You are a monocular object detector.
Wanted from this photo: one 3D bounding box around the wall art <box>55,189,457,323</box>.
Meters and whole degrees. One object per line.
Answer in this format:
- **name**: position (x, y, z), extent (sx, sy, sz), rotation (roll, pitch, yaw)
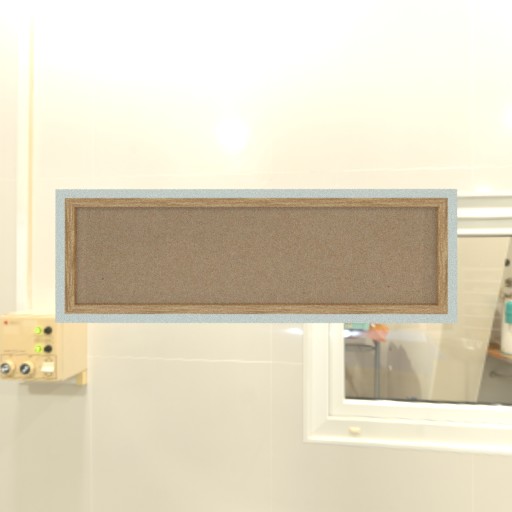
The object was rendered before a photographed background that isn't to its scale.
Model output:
- **wall art**: position (0.000, 0.000, 1.693), extent (1.520, 0.507, 0.039), rotation (0, 0, 0)
